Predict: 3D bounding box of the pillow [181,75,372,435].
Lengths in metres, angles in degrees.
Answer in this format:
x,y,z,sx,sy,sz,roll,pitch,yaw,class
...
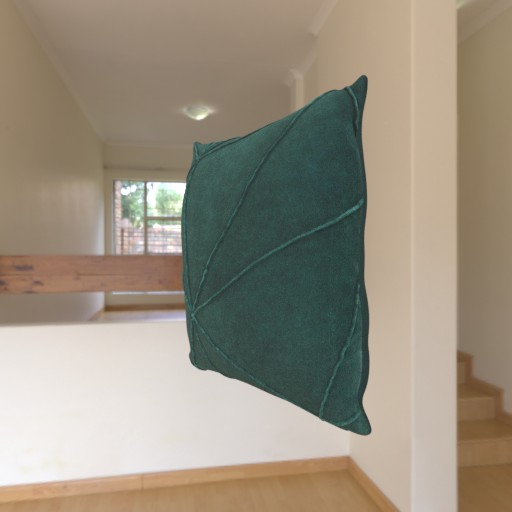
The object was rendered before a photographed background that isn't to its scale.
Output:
x,y,z,sx,sy,sz,roll,pitch,yaw,class
0.000,0.000,0.694,0.184,0.440,0.439,0,0,-35,pillow
